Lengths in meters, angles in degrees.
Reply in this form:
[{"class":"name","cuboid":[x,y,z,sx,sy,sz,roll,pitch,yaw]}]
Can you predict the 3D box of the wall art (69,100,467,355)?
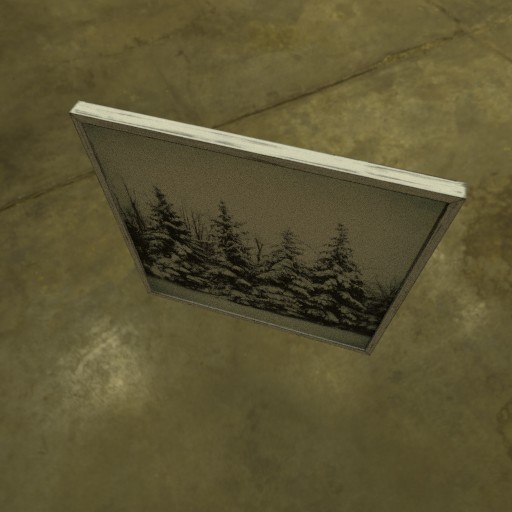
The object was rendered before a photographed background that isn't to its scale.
[{"class":"wall art","cuboid":[0.000,0.000,1.145,0.761,0.761,0.037,14,58,9]}]
